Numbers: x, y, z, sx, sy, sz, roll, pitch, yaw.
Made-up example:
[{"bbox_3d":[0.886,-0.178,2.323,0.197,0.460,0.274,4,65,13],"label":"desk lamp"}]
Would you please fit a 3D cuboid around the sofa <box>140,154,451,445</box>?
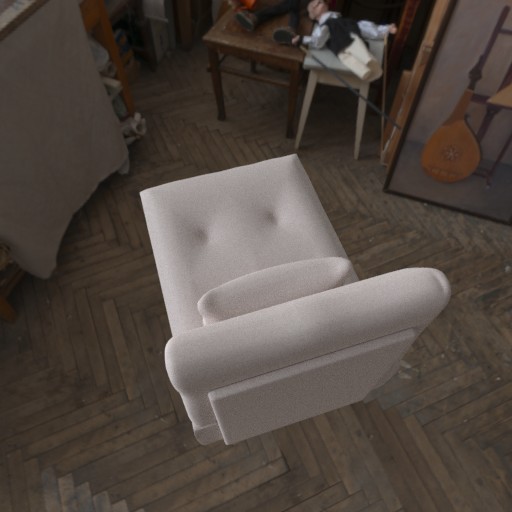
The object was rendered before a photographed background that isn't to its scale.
[{"bbox_3d":[0.000,0.000,1.530,0.700,0.820,1.000,-15,60,-9],"label":"sofa"}]
